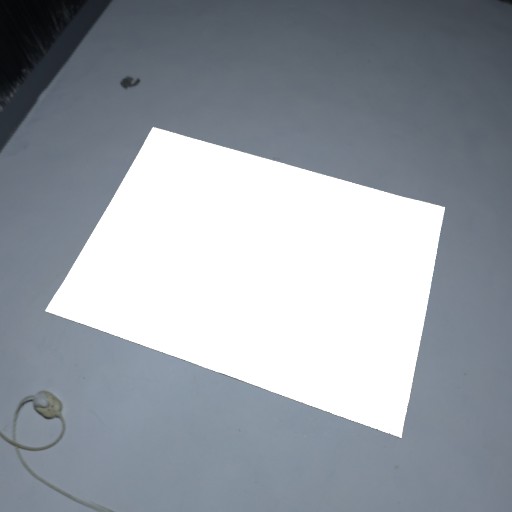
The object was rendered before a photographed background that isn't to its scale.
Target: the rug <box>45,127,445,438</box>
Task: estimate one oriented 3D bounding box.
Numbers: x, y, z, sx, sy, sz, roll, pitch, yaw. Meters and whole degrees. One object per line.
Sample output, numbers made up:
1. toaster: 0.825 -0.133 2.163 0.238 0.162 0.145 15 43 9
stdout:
1. rug: 0.000 0.000 3.729 2.869 0.038 2.032 17 64 9
